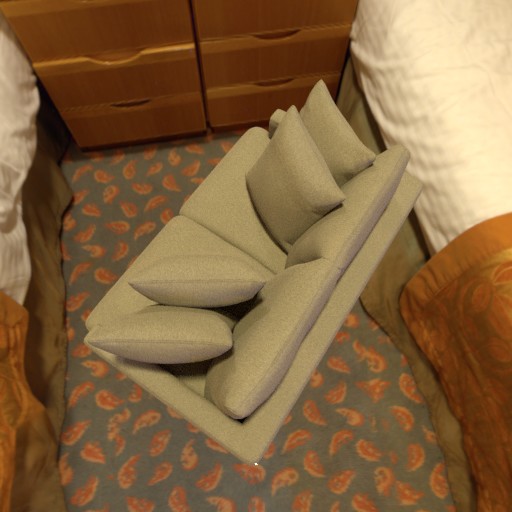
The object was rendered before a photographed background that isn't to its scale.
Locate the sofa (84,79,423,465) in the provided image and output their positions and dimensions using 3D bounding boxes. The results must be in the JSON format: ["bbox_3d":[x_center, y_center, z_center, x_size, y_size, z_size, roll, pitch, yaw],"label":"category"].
[{"bbox_3d":[0.000,0.000,2.566,1.228,1.080,1.869,31,69,14],"label":"sofa"}]
